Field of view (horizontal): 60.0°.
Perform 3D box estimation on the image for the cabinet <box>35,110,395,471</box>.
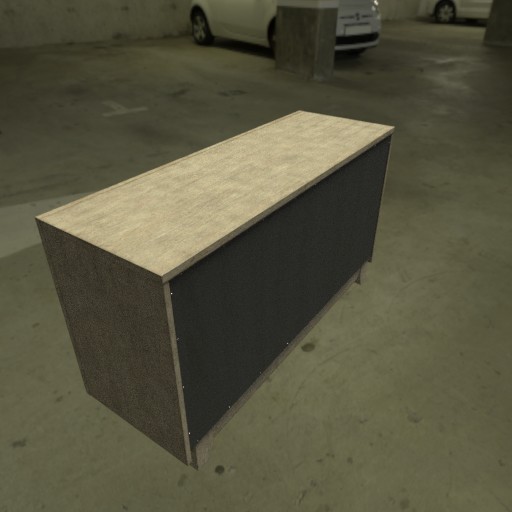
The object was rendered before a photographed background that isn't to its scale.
[{"bbox_3d":[0.000,0.000,1.852,0.511,0.825,1.460,21,38,29],"label":"cabinet"}]
